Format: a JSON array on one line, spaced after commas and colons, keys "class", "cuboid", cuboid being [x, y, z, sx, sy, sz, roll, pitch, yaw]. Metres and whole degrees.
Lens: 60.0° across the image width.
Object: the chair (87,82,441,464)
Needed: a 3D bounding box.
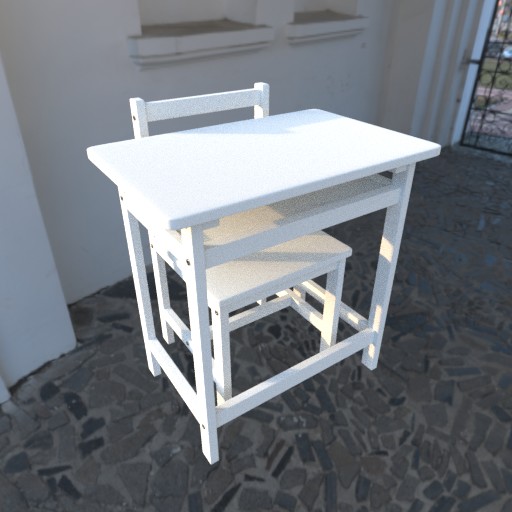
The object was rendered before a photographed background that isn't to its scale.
[{"class": "chair", "cuboid": [0.000, 0.000, 1.040, 0.599, 0.673, 0.461, -19, 36, -29]}]
